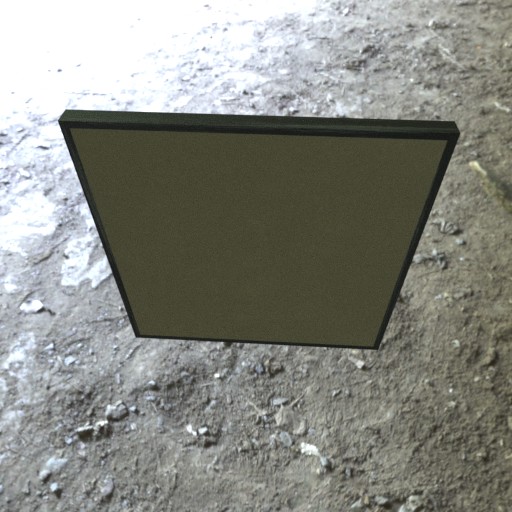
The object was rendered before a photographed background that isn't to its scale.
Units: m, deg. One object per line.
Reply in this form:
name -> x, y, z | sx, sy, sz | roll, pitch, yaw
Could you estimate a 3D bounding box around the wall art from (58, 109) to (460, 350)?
wall art -> 0.000, 0.000, 1.128 | 0.762, 0.758, 0.043 | 2, 47, 2
